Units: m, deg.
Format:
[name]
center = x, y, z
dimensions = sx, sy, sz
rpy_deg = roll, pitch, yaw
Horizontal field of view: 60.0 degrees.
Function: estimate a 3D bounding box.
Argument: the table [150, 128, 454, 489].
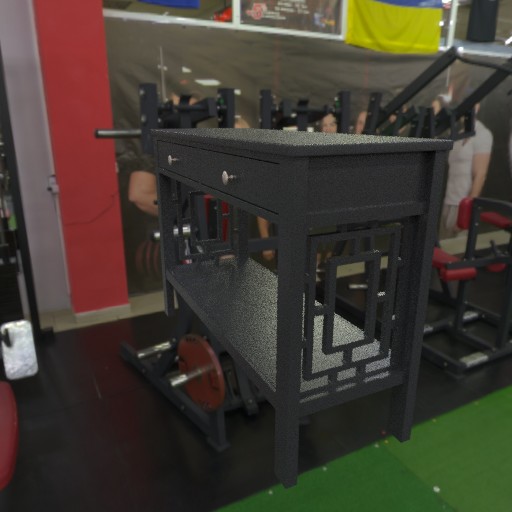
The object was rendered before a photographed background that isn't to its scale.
[table]
center = 0.000, 0.000, 1.408
dimensions = 0.397, 0.753, 1.068
rpy_deg = -8, 19, -24
